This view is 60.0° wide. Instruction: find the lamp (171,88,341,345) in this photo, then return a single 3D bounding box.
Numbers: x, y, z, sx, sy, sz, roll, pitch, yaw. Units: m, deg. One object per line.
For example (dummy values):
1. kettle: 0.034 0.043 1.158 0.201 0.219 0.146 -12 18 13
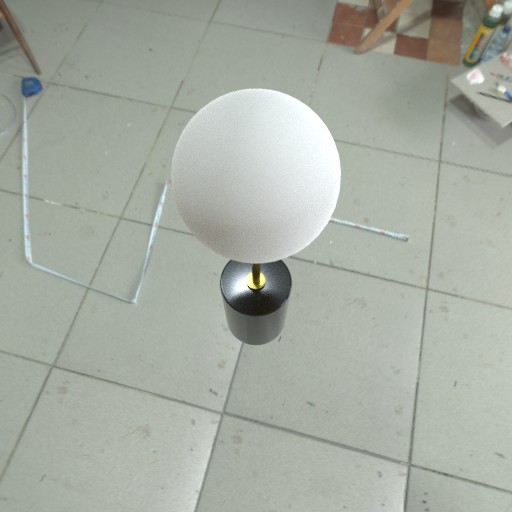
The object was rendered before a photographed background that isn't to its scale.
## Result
1. lamp: 0.000 0.000 0.553 0.153 0.480 0.153 0 64 0
